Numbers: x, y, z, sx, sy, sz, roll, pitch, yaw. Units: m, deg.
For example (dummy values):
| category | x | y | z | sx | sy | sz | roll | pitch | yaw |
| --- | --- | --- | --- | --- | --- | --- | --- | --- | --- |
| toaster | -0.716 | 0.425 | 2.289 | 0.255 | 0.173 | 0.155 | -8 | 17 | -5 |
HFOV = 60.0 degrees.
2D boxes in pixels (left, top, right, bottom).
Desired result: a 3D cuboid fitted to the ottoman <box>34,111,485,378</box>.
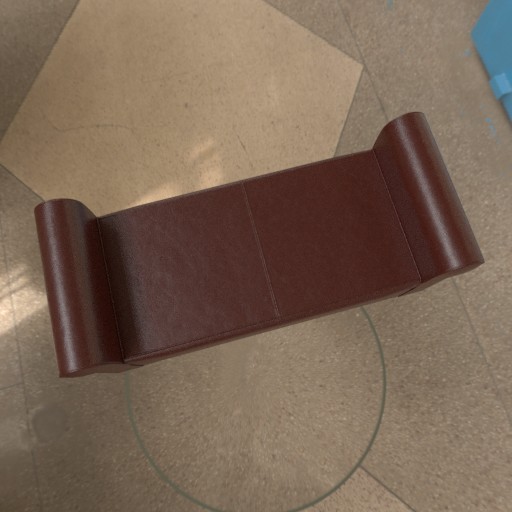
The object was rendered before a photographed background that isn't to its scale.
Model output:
| category | x | y | z | sx | sy | sz | roll | pitch | yaw |
| --- | --- | --- | --- | --- | --- | --- | --- | --- | --- |
| ottoman | 0.000 | 0.000 | 1.530 | 1.256 | 0.547 | 0.521 | -15 | 76 | -4 |
